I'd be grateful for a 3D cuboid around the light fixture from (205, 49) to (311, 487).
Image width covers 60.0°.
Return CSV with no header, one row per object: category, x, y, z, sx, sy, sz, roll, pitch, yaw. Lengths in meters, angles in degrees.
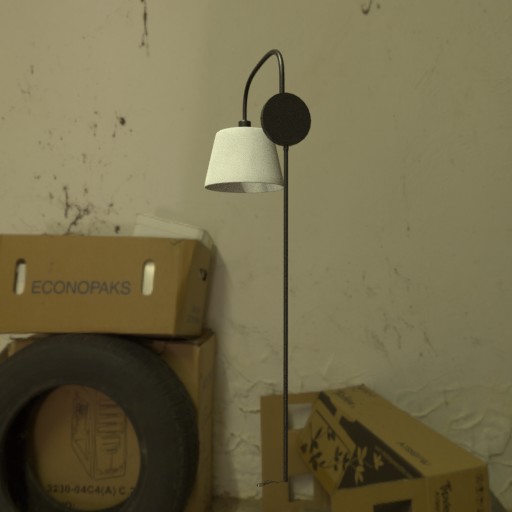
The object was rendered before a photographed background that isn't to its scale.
light fixture,0.000,0.000,0.472,0.092,0.399,0.176,0,1,-18
